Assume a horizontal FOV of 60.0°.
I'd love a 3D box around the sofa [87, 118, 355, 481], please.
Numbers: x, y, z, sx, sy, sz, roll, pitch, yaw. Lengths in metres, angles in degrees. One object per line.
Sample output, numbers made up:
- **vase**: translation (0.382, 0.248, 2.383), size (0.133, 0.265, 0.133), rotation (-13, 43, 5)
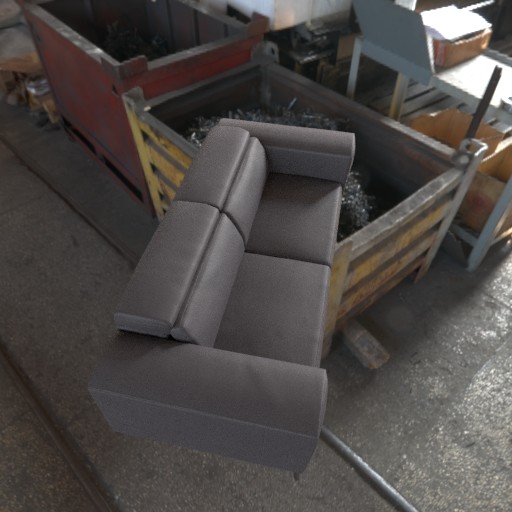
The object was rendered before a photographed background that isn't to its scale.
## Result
- **sofa**: translation (0.000, 0.000, 2.803), size (1.048, 0.814, 2.330), rotation (9, 48, 8)
